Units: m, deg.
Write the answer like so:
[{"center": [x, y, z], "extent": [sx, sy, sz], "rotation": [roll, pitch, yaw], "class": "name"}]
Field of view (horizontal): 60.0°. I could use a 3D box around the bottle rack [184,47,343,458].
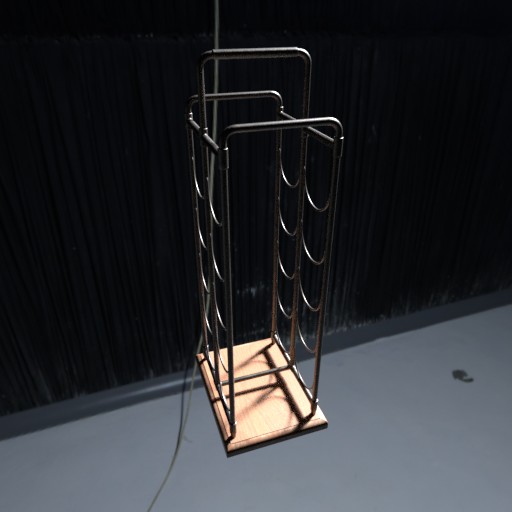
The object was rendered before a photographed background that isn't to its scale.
[{"center": [0.000, 0.000, 0.799], "extent": [0.208, 0.680, 0.276], "rotation": [-10, 31, -16], "class": "bottle rack"}]
